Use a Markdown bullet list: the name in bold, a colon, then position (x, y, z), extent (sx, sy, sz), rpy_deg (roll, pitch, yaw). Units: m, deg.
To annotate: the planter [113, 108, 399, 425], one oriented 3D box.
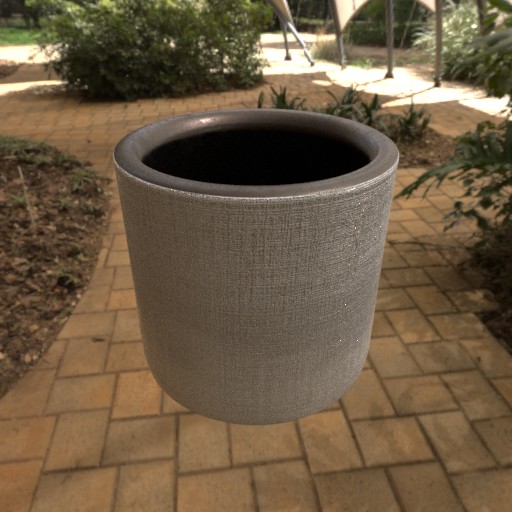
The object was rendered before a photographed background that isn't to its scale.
- **planter**: position (0.000, 0.000, 0.291), extent (0.160, 0.156, 0.160), rpy_deg (0, 31, 0)
